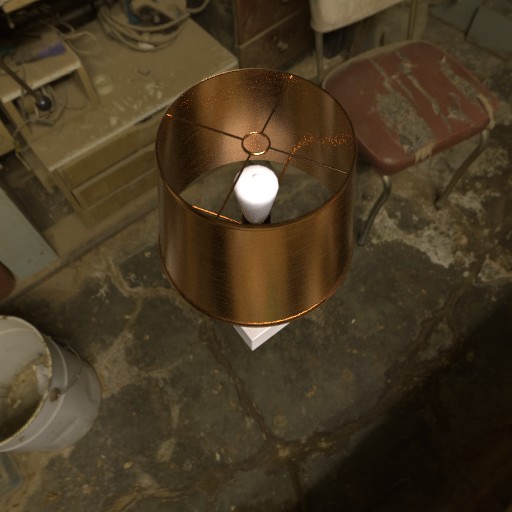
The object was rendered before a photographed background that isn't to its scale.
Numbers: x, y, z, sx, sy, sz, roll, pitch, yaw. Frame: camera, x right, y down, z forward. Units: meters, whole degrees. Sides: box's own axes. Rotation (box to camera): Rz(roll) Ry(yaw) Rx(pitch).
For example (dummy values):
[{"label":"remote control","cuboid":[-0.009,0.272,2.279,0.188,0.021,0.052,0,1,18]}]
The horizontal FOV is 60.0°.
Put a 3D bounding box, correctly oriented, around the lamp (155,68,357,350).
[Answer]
[{"label":"lamp","cuboid":[0.000,0.000,0.524,0.208,0.406,0.208,0,64,0]}]
